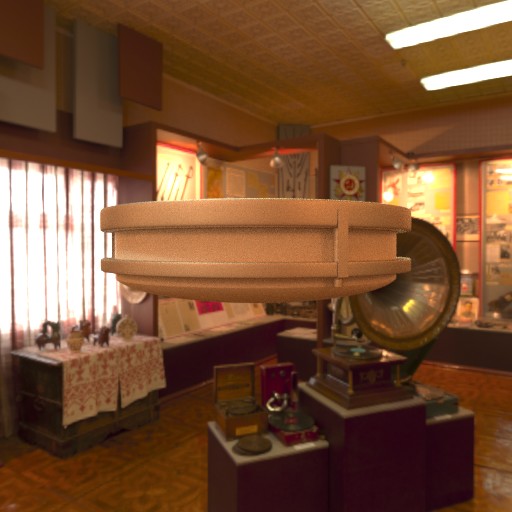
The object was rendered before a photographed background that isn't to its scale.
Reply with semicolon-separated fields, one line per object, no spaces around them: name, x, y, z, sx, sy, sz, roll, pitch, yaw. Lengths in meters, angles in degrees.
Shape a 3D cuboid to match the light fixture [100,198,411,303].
light fixture;0.000;0.000;0.536;0.356;0.102;0.356;0;1;0
